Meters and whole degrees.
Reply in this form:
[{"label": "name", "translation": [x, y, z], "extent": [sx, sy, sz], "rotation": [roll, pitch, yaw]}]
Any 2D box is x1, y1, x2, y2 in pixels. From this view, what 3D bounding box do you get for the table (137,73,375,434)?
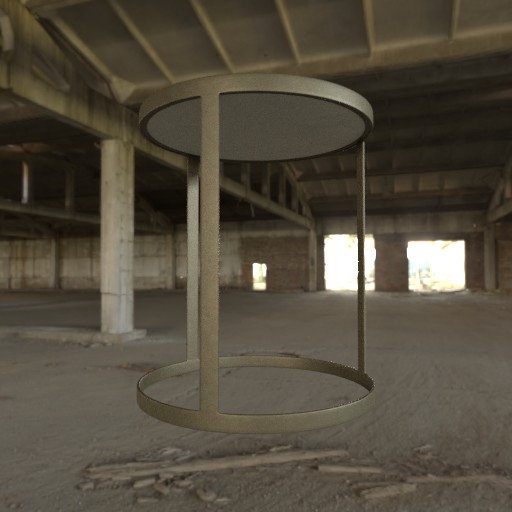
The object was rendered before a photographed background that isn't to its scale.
[{"label": "table", "translation": [0.000, 0.000, 0.932], "extent": [0.480, 0.565, 0.480], "rotation": [0, -2, 0]}]
